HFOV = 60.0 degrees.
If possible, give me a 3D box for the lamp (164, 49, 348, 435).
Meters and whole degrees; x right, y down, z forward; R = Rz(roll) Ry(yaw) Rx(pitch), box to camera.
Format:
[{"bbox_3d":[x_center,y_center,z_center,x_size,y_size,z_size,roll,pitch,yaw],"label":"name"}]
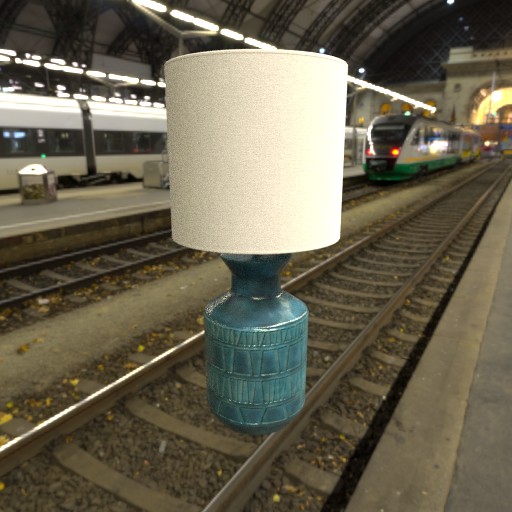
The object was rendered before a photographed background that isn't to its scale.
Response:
[{"bbox_3d":[0.000,0.000,0.575,0.211,0.455,0.211,2,14,9],"label":"lamp"}]
